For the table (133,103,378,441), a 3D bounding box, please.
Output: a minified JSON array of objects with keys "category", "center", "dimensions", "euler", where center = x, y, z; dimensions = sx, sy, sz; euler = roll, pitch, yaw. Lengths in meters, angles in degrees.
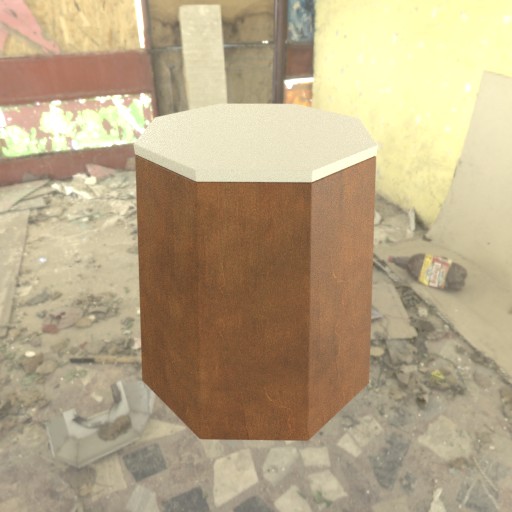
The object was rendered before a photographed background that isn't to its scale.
[{"category":"table","center":[0.000,0.000,0.803],"dimensions":[0.439,0.457,0.439],"euler":[-1,32,-1]}]
